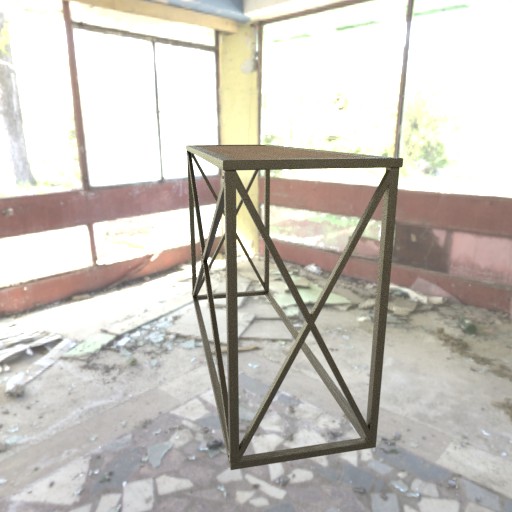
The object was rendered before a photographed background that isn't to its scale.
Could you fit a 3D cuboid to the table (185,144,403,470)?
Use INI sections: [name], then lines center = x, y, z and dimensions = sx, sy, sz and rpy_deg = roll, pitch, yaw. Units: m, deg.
[table]
center = 0.000, 0.000, 1.608
dimensions = 0.402, 0.753, 1.216
rpy_deg = -3, 16, -12
